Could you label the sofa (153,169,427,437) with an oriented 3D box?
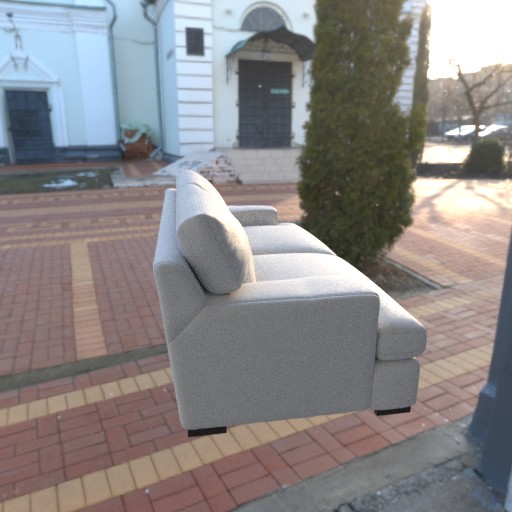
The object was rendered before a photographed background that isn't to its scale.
[{"bbox_3d":[0.000,0.000,2.806,1.143,0.940,2.261,-3,16,-9],"label":"sofa"}]
